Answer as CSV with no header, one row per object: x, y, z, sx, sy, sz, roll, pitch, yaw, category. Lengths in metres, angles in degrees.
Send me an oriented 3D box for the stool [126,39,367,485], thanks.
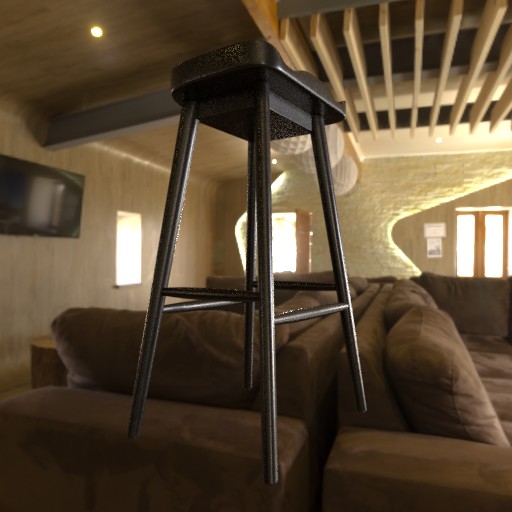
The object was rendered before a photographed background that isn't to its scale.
0.000,0.000,0.995,0.361,0.749,0.440,0,-1,34,stool
